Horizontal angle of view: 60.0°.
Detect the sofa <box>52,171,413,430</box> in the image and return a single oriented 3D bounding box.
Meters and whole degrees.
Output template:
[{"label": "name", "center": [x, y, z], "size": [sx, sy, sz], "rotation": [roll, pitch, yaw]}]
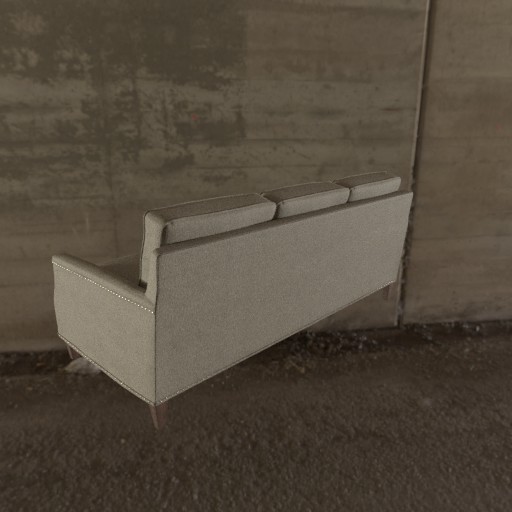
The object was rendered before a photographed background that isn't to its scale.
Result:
[{"label": "sofa", "center": [0.000, 0.000, 2.889], "size": [1.084, 1.003, 2.246], "rotation": [16, 23, 42]}]
